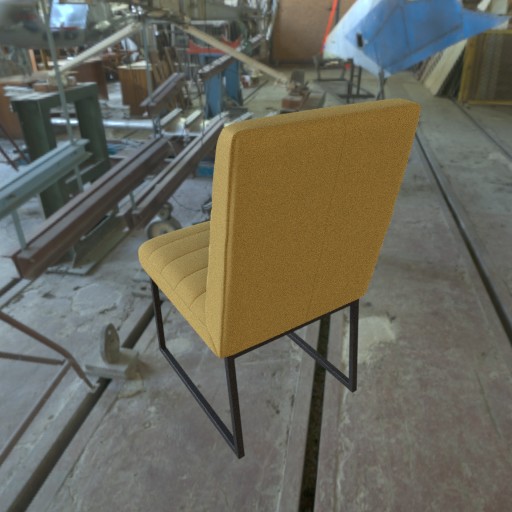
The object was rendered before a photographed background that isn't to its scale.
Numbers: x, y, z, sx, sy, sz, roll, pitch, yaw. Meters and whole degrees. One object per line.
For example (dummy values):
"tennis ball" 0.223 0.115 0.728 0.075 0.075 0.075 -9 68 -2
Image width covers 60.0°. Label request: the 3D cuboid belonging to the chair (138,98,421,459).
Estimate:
"chair" 0.000 0.000 1.319 0.520 0.930 0.634 -18 34 -29
